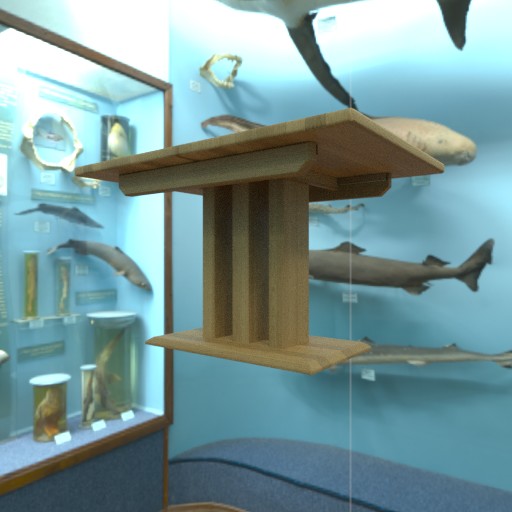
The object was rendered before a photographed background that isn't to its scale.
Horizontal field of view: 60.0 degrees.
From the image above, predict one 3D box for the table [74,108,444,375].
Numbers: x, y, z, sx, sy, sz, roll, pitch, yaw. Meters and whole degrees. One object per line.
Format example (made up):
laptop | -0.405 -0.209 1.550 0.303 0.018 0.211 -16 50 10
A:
table | 0.000 0.000 1.886 1.300 0.770 0.900 0 0 37
